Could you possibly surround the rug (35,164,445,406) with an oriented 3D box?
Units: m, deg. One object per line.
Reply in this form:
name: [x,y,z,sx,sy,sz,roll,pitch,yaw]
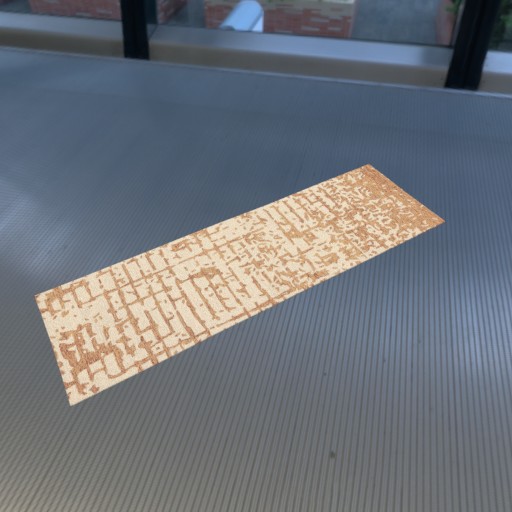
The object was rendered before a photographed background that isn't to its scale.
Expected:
rug: [0.000,0.000,2.683,2.435,0.011,0.750,-24,51,-21]
